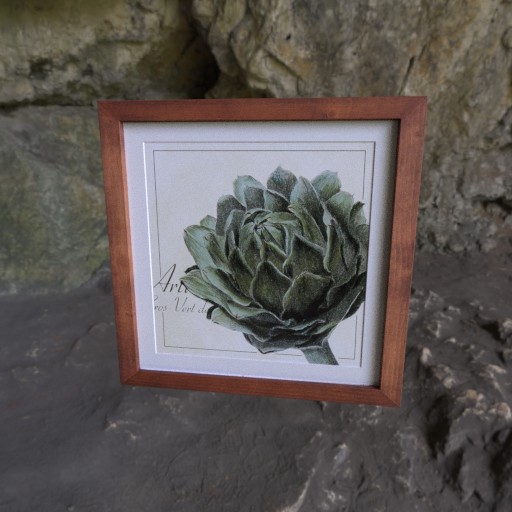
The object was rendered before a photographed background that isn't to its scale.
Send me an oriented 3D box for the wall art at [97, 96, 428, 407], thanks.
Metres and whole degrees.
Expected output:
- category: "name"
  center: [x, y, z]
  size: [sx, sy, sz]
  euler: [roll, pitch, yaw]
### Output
- category: "wall art"
  center: [0.000, 0.000, 0.578]
  size: [0.386, 0.385, 0.038]
  euler: [2, 14, 8]
